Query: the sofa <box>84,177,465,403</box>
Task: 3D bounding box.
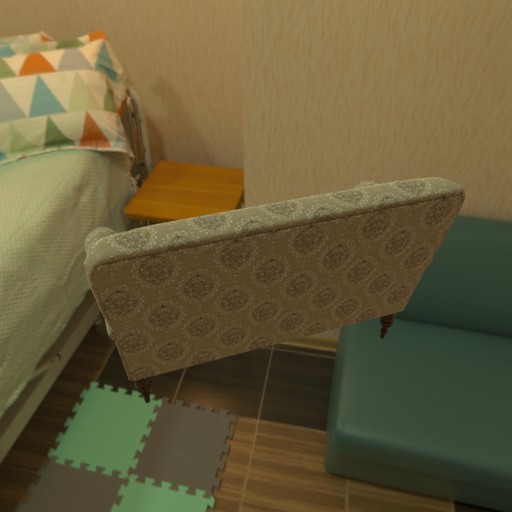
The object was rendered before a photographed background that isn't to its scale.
[{"bbox_3d":[0.000,0.000,1.822,1.297,0.889,0.779,-12,41,-14],"label":"sofa"}]
